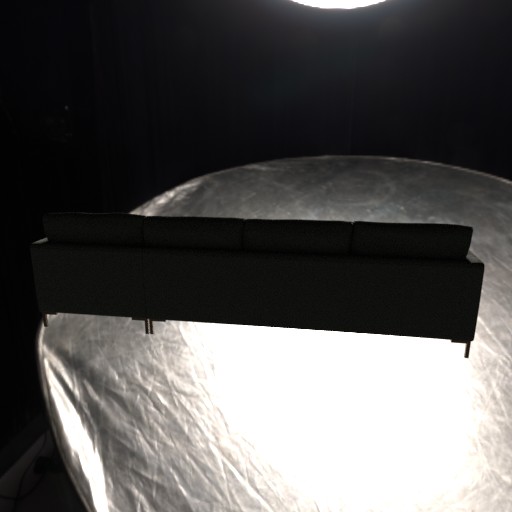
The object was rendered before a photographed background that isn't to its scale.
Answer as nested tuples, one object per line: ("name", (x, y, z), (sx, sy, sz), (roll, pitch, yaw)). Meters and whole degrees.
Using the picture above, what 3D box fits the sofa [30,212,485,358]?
("sofa", (0.000, 0.000, 3.198), (2.725, 0.756, 1.255), (3, 16, 9))
